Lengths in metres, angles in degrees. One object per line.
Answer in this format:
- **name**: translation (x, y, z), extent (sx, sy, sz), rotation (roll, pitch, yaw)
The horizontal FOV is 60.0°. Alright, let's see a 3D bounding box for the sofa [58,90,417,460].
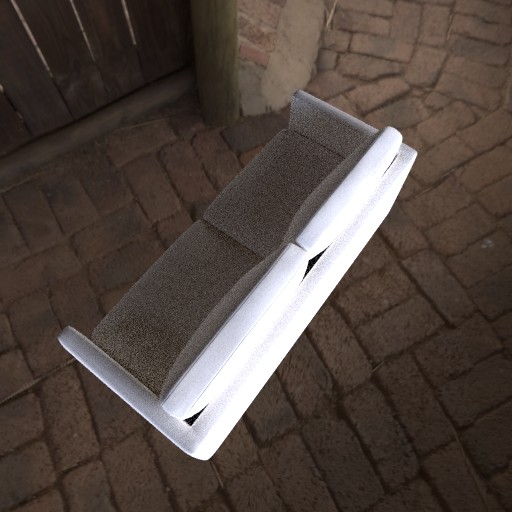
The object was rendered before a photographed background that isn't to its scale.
- **sofa**: translation (0.000, 0.000, 2.669), extent (0.924, 0.933, 2.139), rotation (34, 68, 16)
